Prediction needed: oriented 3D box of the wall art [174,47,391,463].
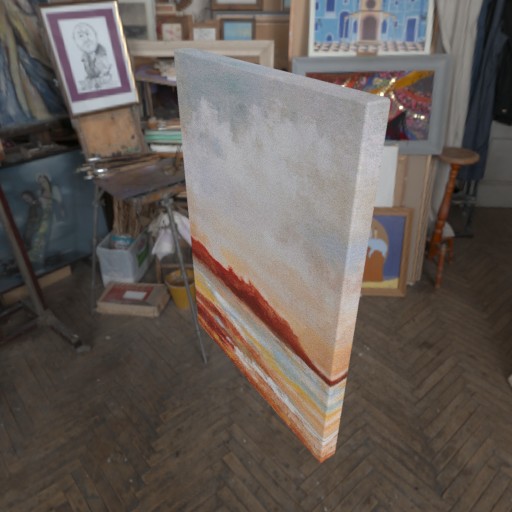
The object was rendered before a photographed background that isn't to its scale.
[{"bbox_3d":[0.000,0.000,0.762,0.035,0.605,0.443,-20,38,-28],"label":"wall art"}]
